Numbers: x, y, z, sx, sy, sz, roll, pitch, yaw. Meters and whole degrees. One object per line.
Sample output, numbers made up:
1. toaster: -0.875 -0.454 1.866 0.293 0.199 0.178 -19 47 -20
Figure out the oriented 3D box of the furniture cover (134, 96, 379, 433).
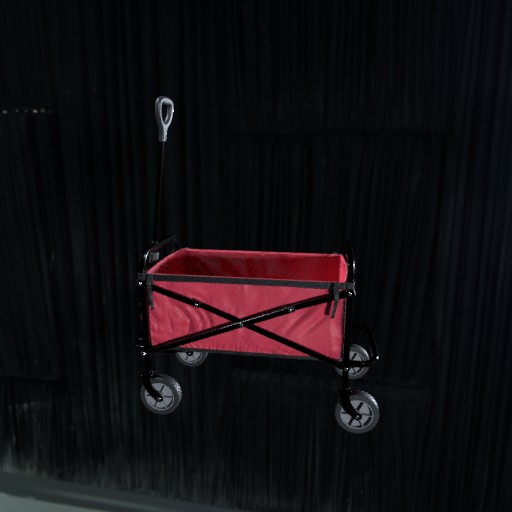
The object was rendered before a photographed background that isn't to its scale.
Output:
1. furniture cover: 0.000 0.000 1.884 1.038 1.295 0.532 2 14 9
